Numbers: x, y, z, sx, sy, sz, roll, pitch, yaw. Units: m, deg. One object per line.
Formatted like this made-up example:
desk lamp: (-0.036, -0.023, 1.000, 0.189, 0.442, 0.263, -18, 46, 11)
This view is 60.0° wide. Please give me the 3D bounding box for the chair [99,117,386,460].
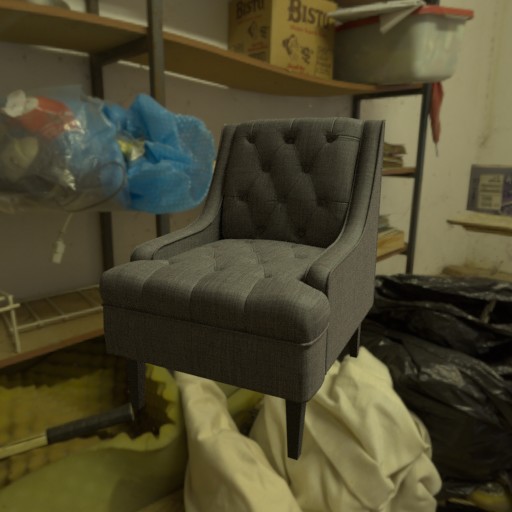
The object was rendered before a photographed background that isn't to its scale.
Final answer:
chair: (0.000, 0.000, 1.431, 0.655, 0.891, 0.771, 7, 15, 25)
